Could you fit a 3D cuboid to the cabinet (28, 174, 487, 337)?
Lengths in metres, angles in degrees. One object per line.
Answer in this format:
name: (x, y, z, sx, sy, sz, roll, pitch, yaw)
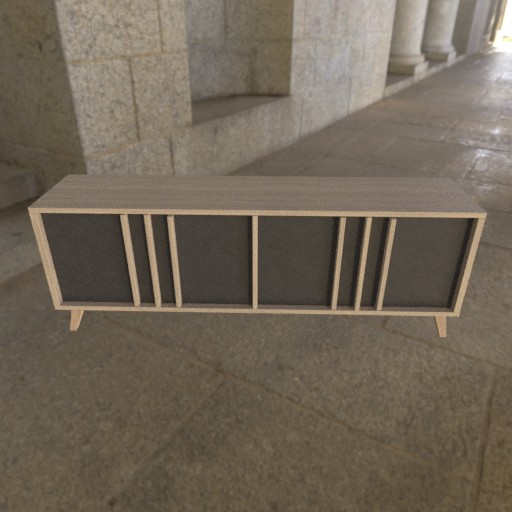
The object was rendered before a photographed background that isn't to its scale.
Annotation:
cabinet: (0.000, 0.000, 2.525, 2.198, 0.779, 0.499, 1, 29, 1)
